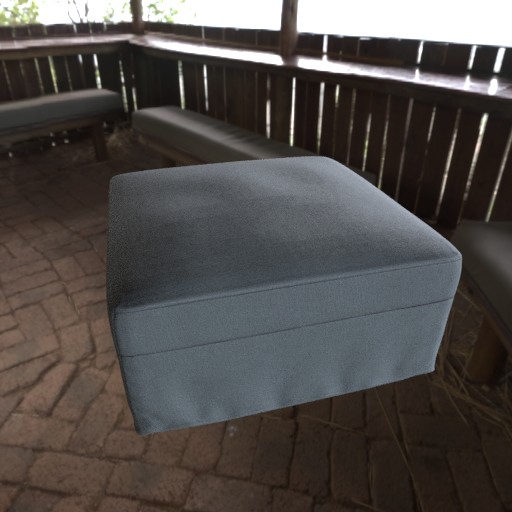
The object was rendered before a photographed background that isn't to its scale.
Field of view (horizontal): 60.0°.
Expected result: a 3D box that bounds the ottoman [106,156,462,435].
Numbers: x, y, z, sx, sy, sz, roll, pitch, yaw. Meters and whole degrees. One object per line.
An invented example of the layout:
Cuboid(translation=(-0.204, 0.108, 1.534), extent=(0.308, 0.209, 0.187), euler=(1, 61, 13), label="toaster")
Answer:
Cuboid(translation=(0.000, 0.000, 1.380), extent=(0.843, 0.441, 0.842), euler=(-8, 31, -13), label="ottoman")
